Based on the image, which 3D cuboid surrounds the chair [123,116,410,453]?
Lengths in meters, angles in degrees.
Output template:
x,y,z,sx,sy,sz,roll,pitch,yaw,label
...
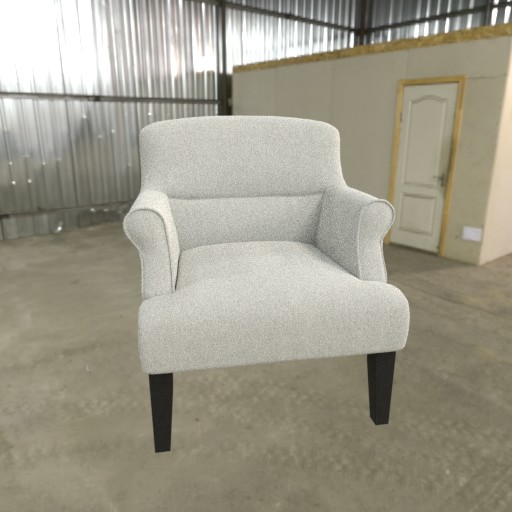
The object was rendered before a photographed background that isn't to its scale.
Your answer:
x,y,z,sx,sy,sz,roll,pitch,yaw,label
0.000,0.000,1.450,0.781,0.875,0.750,-3,18,-10,chair
